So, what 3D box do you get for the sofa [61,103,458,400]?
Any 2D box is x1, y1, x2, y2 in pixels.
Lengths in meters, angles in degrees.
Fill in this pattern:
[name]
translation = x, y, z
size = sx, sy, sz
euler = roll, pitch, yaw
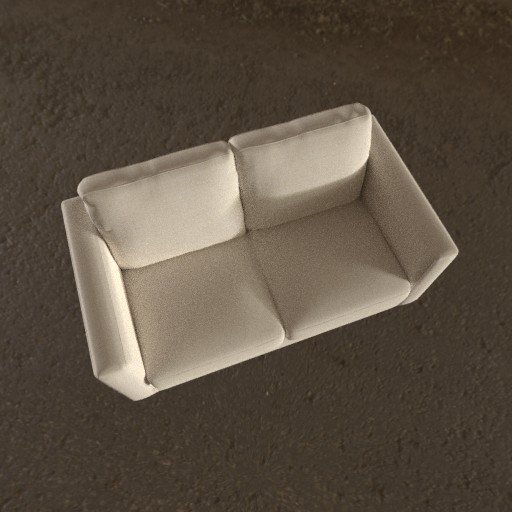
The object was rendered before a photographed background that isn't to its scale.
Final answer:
[sofa]
translation = 0.000, 0.000, 1.966
size = 1.430, 0.908, 0.796
euler = -18, 65, -9
